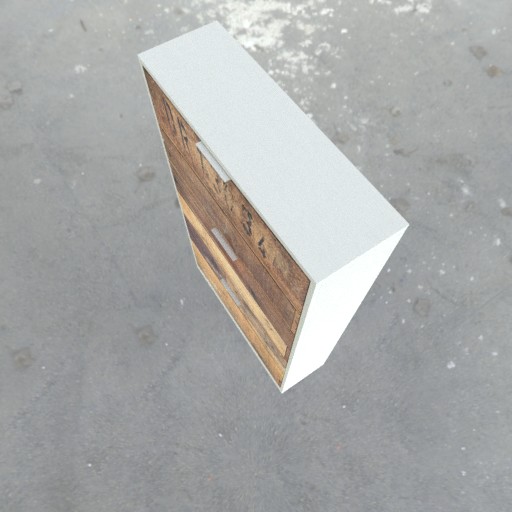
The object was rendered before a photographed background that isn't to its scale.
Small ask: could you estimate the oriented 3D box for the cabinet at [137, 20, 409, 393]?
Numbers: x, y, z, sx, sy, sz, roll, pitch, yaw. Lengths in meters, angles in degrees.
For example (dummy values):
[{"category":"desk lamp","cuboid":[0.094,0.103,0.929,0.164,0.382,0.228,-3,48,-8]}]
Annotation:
[{"category":"cabinet","cuboid":[0.000,0.000,1.580,0.250,1.280,0.750,-31,68,-14]}]
